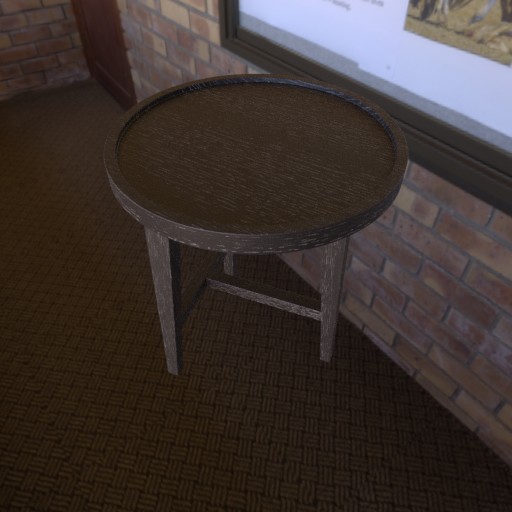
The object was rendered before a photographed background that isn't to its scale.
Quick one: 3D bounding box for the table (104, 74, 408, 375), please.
[{"bbox_3d":[0.000,0.000,0.759,0.399,0.460,0.399,0,45,0],"label":"table"}]
